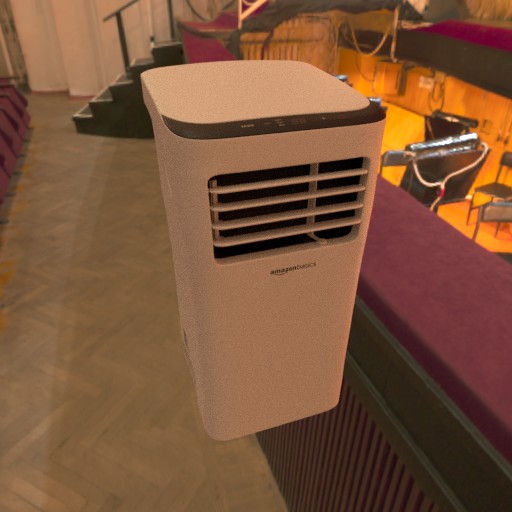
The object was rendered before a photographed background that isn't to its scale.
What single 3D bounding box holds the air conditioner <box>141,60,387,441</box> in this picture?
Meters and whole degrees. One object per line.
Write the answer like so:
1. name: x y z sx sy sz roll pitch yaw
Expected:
1. air conditioner: 0.000 0.000 0.933 0.352 0.716 0.369 -10 33 -16
